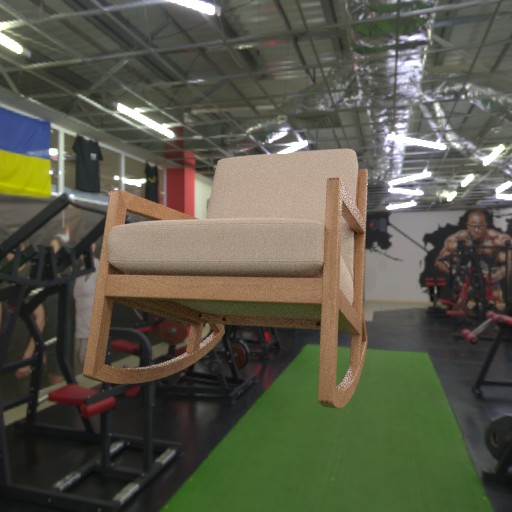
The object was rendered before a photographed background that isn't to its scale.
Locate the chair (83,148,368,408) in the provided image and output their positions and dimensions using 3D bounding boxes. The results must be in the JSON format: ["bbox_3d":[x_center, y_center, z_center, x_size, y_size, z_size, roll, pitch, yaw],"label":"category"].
[{"bbox_3d":[0.000,0.000,1.409,0.622,0.790,0.857,0,0,19],"label":"chair"}]
